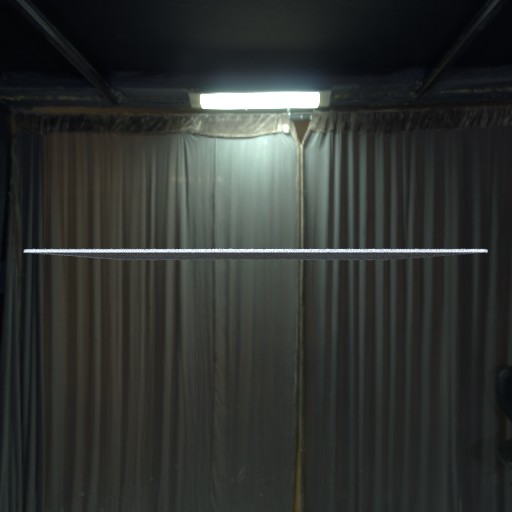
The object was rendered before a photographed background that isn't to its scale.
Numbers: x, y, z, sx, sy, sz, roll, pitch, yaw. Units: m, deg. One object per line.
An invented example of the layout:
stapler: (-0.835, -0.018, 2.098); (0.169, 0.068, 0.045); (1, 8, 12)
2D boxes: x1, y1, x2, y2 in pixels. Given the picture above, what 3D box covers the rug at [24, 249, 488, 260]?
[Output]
rug: (0.000, 0.000, 2.268); (1.747, 0.011, 1.217); (0, -2, 0)
